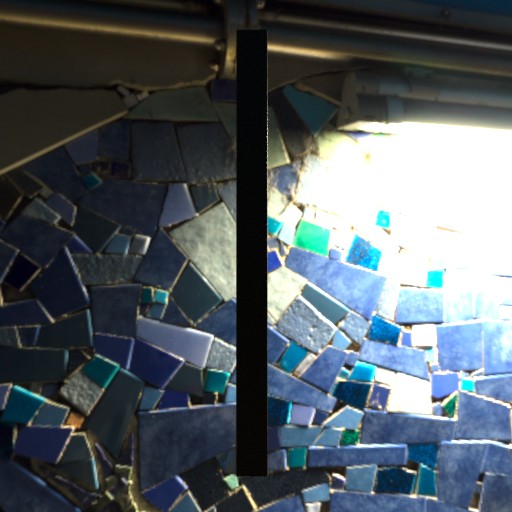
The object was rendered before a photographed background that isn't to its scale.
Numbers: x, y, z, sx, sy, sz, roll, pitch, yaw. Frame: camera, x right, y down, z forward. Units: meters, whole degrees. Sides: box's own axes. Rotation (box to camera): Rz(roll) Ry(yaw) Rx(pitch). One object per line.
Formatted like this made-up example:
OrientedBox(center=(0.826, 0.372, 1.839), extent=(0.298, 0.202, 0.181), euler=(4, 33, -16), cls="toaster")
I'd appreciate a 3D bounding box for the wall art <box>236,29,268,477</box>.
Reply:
OrientedBox(center=(0.000, 0.000, 0.755), extent=(0.036, 0.508, 0.508), euler=(0, -1, 1), cls="wall art")
